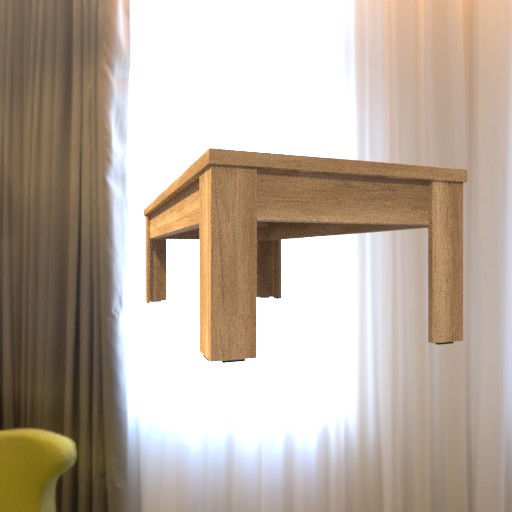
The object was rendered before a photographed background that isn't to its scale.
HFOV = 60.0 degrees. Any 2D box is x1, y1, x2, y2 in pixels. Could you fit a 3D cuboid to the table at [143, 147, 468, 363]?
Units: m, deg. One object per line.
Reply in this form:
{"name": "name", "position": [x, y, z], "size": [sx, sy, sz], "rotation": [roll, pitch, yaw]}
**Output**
{"name": "table", "position": [0.000, 0.000, 1.686], "size": [0.700, 0.460, 1.350], "rotation": [0, 0, -20]}
